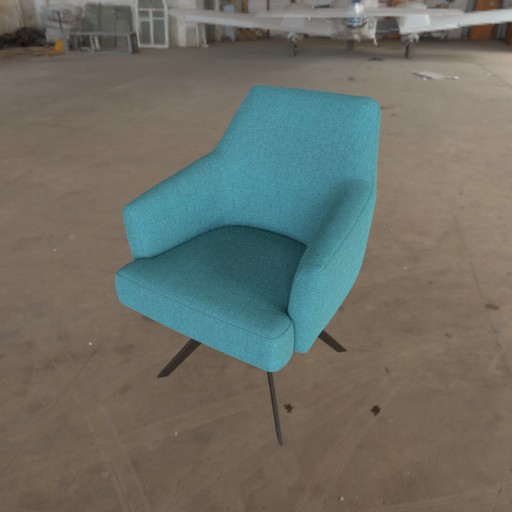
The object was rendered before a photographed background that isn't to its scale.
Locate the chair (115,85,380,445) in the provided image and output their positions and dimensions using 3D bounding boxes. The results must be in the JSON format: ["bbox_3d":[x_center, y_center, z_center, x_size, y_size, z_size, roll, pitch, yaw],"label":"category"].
[{"bbox_3d":[0.000,0.000,1.351,0.642,0.874,0.677,18,35,28],"label":"chair"}]
